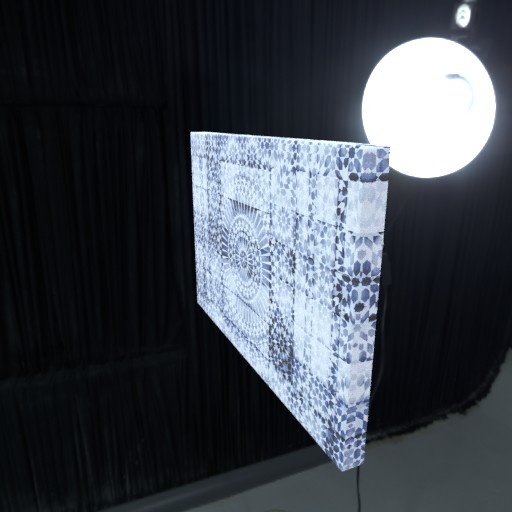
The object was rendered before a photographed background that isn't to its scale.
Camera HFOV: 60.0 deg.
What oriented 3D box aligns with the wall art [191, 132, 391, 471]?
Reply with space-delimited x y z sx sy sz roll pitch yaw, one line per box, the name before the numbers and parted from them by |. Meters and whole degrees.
wall art | 0.000 0.000 1.167 0.057 0.608 0.911 -8 19 -24
